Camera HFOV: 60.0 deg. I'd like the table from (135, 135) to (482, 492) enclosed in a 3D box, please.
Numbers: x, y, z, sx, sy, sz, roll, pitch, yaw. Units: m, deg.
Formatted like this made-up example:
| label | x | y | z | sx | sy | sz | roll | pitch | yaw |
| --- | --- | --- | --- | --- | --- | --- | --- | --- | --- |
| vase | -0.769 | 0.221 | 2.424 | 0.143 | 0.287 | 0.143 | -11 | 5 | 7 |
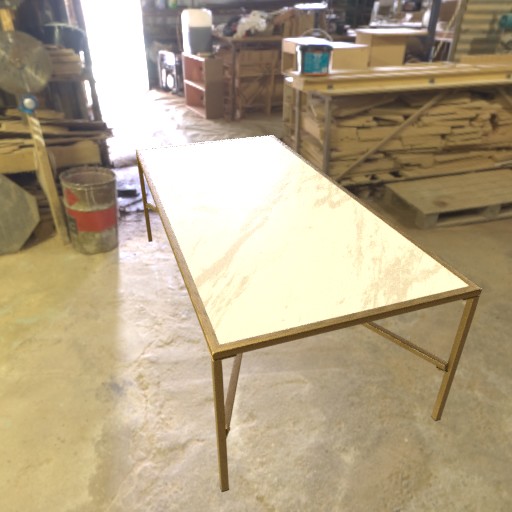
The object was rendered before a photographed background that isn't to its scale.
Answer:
| label | x | y | z | sx | sy | sz | roll | pitch | yaw |
| --- | --- | --- | --- | --- | --- | --- | --- | --- | --- |
| table | 0.000 | 0.000 | 1.424 | 0.577 | 0.405 | 1.197 | -10 | 33 | -16 |
